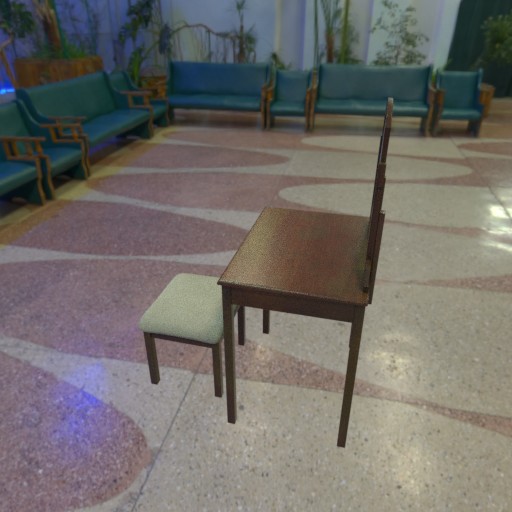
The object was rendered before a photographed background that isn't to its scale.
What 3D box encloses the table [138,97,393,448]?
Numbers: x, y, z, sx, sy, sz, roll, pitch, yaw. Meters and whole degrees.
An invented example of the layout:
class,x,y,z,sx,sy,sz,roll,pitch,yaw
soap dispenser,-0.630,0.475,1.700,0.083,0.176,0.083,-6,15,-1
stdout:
class,x,y,z,sx,sy,sz,roll,pitch,yaw
table,0.000,0.000,2.335,1.211,1.631,0.876,7,30,13
